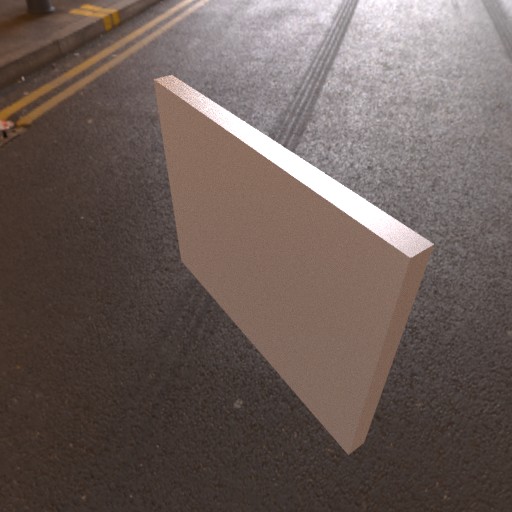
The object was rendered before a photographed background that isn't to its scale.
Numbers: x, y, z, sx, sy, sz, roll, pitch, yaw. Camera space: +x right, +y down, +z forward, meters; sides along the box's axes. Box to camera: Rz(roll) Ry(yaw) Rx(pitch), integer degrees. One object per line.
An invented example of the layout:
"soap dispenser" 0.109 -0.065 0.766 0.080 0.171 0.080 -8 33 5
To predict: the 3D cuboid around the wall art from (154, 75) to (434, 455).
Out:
"wall art" 0.000 0.000 1.400 0.066 0.801 1.056 -25 48 -25
